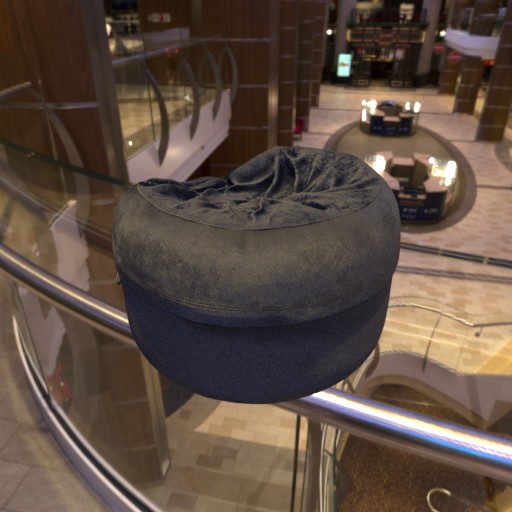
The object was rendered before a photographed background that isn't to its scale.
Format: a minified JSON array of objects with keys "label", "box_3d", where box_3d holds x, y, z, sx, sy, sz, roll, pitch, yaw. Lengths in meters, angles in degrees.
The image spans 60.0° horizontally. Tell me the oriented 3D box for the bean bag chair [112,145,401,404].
[{"label":"bean bag chair","box_3d":[0.000,0.000,1.519,0.918,0.605,0.918,0,30,0]}]
